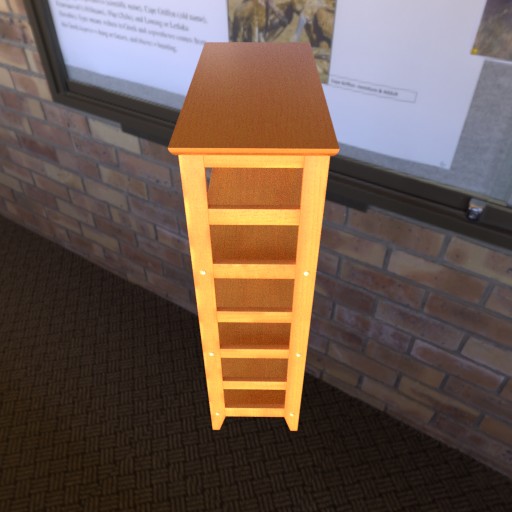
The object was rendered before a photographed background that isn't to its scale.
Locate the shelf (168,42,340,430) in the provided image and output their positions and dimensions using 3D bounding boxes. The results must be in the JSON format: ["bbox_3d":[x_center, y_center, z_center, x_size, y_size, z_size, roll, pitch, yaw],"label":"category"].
[{"bbox_3d":[0.000,0.000,1.383,0.305,1.067,0.660,0,41,1],"label":"shelf"}]
